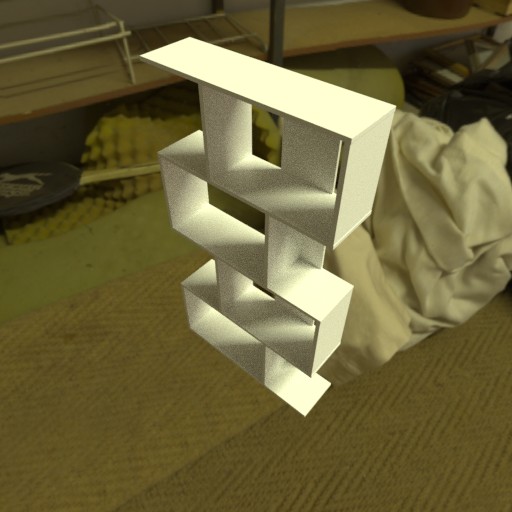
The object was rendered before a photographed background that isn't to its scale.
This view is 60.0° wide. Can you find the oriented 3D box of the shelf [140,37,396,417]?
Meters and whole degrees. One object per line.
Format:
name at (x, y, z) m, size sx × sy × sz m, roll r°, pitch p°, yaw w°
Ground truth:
shelf at (0.000, 0.000, 2.041) m, size 0.890 × 1.650 × 0.250 m, roll 31°, pitch 53°, yaw 27°
